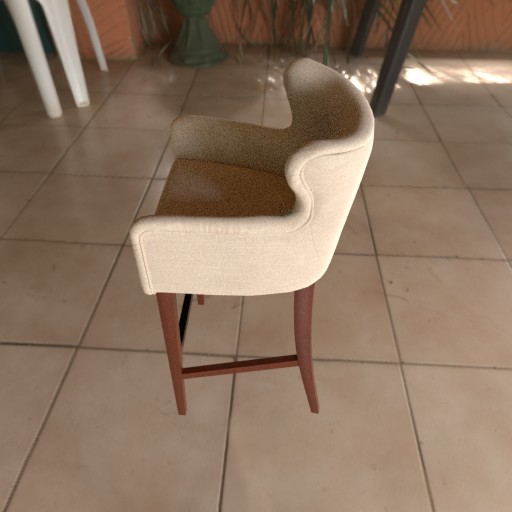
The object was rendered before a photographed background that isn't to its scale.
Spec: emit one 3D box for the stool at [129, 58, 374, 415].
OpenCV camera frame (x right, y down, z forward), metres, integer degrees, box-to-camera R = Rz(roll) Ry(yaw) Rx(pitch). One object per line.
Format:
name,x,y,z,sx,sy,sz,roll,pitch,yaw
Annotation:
stool,0.000,0.000,1.387,0.563,1.034,0.556,1,42,2
